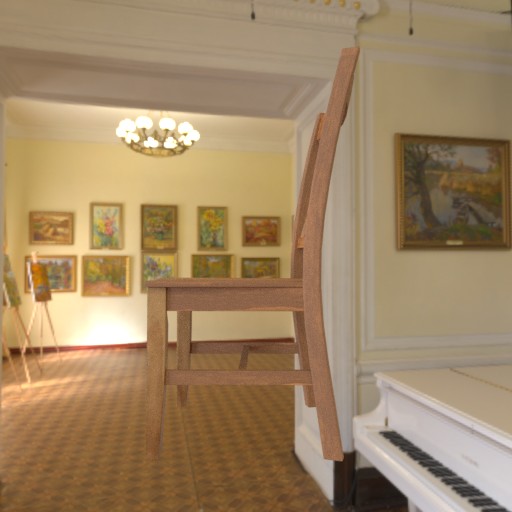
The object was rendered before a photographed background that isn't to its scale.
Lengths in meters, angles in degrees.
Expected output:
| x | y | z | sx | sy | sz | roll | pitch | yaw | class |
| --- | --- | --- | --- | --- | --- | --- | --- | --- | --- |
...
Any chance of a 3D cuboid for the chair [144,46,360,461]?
| x | y | z | sx | sy | sz | roll | pitch | yaw | class |
| --- | --- | --- | --- | --- | --- | --- | --- | --- | --- |
| 0.000 | 0.000 | 1.282 | 0.542 | 0.983 | 0.485 | 0 | -2 | 0 | chair |
